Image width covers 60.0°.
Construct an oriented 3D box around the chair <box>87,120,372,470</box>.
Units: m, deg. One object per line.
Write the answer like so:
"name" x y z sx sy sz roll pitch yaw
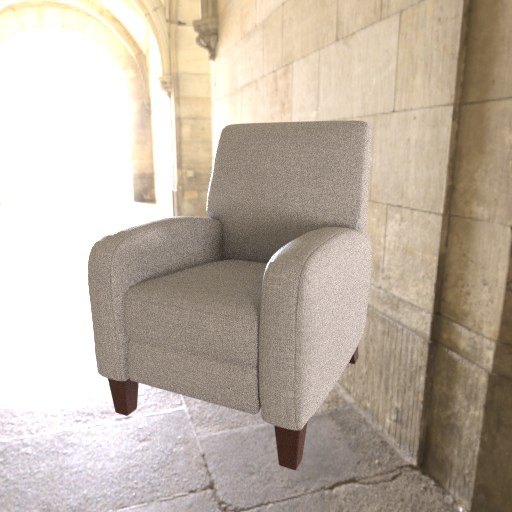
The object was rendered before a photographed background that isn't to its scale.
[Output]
"chair" 0.000 0.000 1.643 0.762 0.990 0.990 6 15 25
